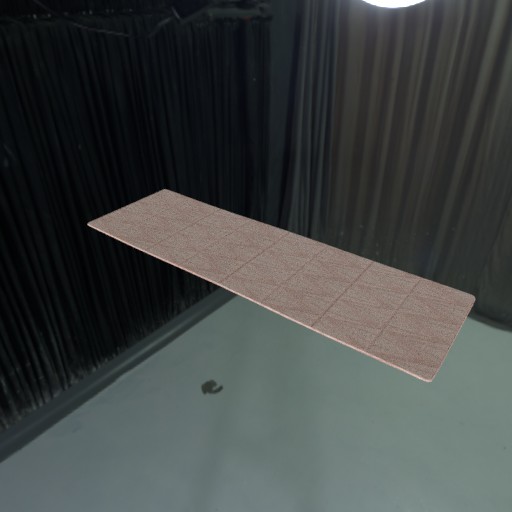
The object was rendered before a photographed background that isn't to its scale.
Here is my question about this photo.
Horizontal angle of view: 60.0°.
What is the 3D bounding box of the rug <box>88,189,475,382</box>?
[{"bbox_3d":[0.000,0.000,2.773,2.435,0.015,0.760,22,38,30],"label":"rug"}]
